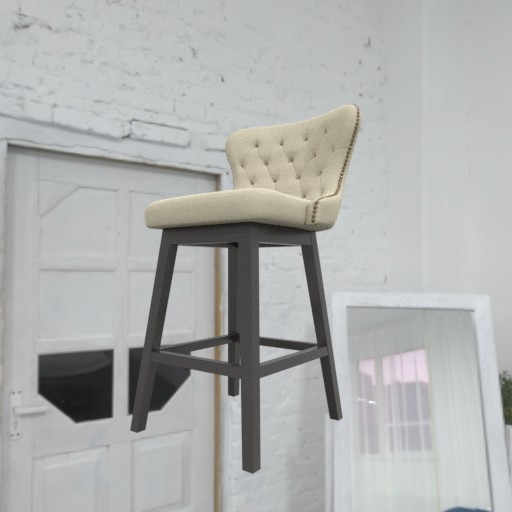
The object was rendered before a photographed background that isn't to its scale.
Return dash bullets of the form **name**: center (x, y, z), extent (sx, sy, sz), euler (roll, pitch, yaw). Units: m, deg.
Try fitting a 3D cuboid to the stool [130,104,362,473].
- **stool**: center (0.000, 0.000, 1.346), extent (0.528, 0.971, 0.593), euler (-1, -2, 37)
